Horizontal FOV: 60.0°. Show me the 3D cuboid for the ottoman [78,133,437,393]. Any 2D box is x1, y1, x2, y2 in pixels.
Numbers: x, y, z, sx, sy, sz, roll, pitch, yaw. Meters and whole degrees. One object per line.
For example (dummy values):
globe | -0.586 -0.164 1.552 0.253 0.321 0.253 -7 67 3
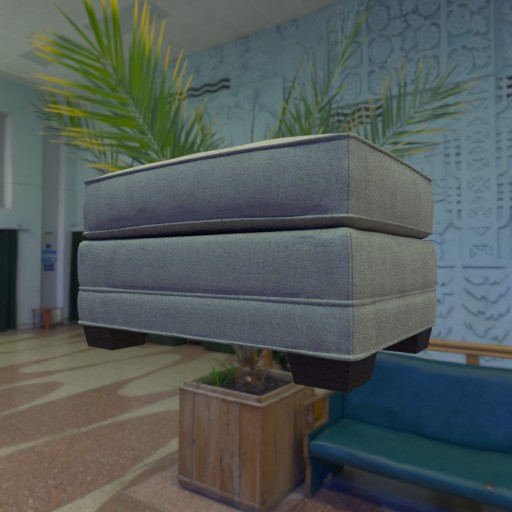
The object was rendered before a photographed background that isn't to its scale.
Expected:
ottoman | 0.000 0.000 1.240 0.848 0.508 0.611 -1 -1 36
